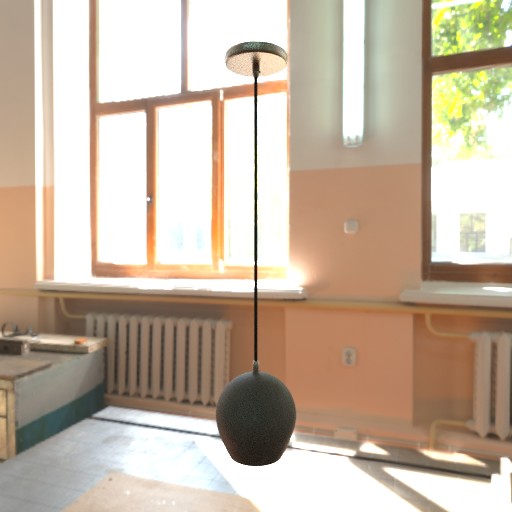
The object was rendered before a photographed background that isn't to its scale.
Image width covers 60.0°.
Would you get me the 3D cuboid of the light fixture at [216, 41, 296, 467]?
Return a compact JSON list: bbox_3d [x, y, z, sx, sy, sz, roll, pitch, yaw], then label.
[{"bbox_3d":[0.000,0.000,0.845,0.153,0.760,0.153,0,1,-36],"label":"light fixture"}]
